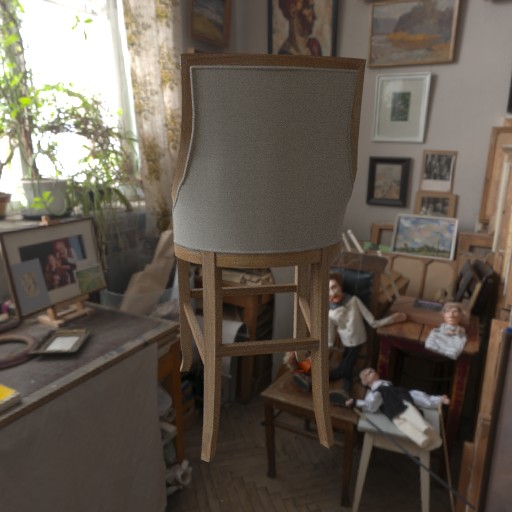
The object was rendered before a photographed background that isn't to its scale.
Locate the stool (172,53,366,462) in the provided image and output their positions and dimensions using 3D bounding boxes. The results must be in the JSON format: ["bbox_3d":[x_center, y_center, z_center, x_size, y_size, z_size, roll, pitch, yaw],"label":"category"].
[{"bbox_3d":[0.000,0.000,1.424,0.524,1.101,0.626,-2,15,-9],"label":"stool"}]
